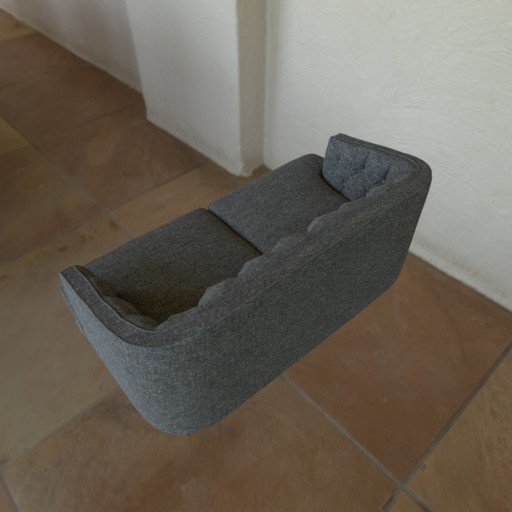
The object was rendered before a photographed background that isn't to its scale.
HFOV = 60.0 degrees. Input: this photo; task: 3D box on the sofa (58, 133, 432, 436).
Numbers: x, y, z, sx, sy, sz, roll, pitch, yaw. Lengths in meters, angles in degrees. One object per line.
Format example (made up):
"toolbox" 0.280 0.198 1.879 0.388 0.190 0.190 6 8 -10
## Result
"sofa" 0.000 0.000 2.266 1.733 0.855 0.941 -31 53 -27
